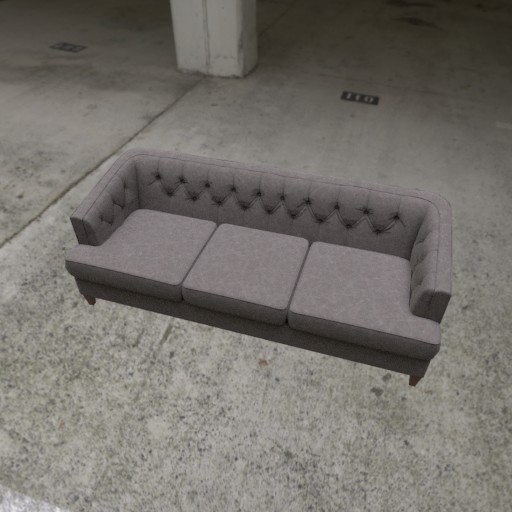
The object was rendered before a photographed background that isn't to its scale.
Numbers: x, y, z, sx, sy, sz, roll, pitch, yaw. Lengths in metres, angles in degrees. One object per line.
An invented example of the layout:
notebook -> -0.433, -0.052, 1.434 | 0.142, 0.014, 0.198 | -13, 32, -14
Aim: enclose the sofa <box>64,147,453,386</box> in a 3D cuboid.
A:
sofa -> 0.000, 0.000, 2.829 | 2.247, 0.806, 0.917 | 11, 42, 13
